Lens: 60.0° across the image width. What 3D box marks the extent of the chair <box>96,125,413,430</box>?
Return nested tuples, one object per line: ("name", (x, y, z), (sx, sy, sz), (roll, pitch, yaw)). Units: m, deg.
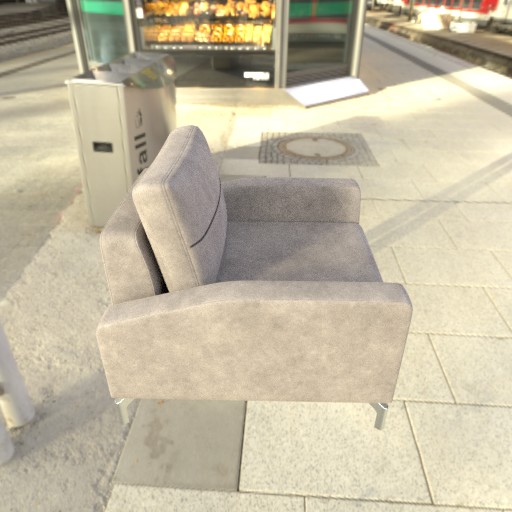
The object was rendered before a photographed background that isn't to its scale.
("chair", (0.000, 0.000, 1.623), (0.900, 0.800, 0.900), (1, 31, 1))
